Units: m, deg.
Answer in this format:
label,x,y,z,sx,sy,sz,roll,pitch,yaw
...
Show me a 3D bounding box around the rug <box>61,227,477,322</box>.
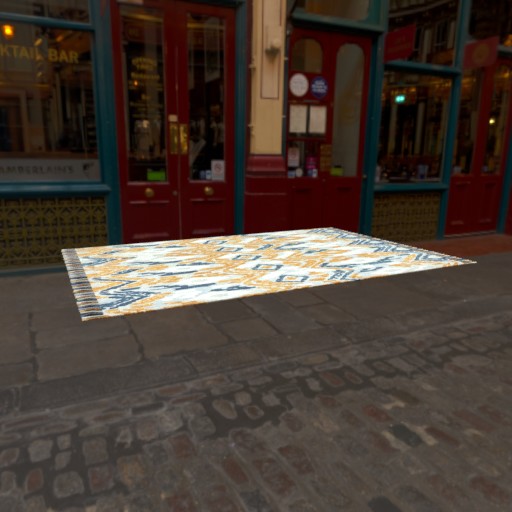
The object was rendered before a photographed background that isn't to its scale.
label,x,y,z,sx,sy,sz,roll,pitch,yaw
rug,0.000,0.000,2.328,1.827,0.008,1.230,-6,14,-25
